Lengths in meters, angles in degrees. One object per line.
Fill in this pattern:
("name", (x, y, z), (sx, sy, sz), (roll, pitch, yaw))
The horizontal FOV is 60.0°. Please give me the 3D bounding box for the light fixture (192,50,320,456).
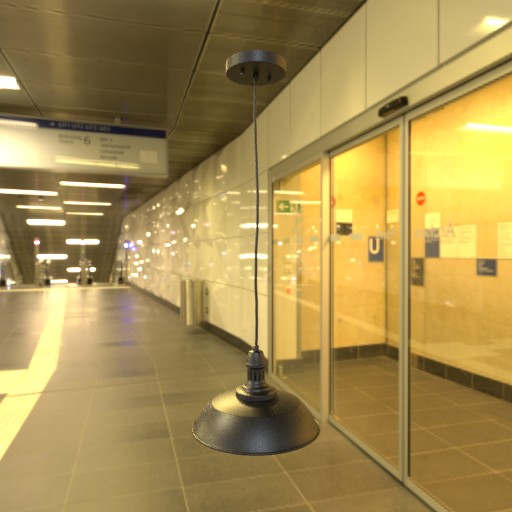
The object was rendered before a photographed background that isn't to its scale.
("light fixture", (0.000, 0.000, 1.149), (0.331, 0.993, 0.331), (0, 0, -36))
